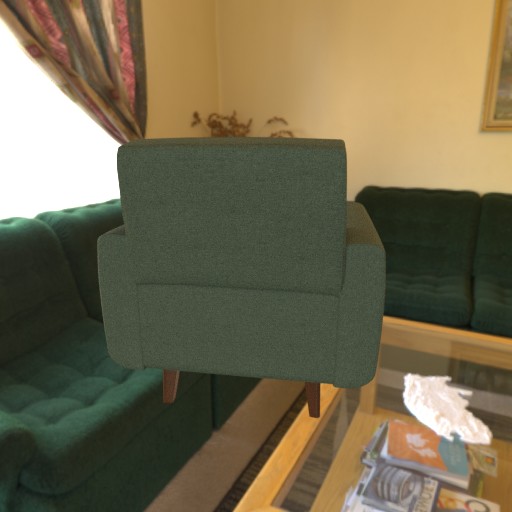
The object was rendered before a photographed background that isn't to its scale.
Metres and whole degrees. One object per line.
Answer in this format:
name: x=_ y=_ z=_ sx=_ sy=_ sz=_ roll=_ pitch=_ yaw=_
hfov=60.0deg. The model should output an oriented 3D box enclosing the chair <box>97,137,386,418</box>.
chair: x=0.000 y=0.000 z=1.612 sx=0.831 sy=0.841 sz=0.909 roll=3 pitch=16 yaw=9
